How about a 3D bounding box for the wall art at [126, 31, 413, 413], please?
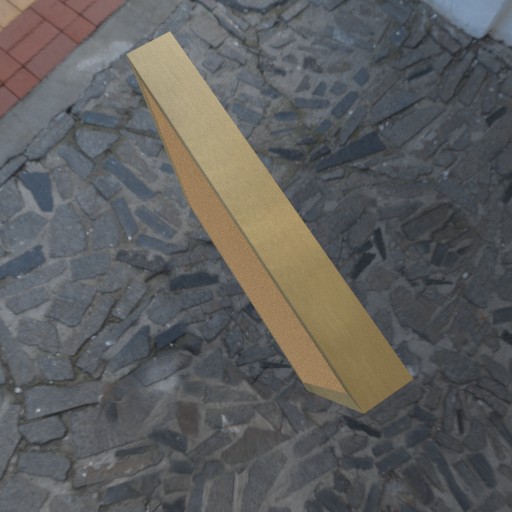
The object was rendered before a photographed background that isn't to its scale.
[{"bbox_3d":[0.000,0.000,0.452,0.038,0.305,0.304,-32,78,-8],"label":"wall art"}]
